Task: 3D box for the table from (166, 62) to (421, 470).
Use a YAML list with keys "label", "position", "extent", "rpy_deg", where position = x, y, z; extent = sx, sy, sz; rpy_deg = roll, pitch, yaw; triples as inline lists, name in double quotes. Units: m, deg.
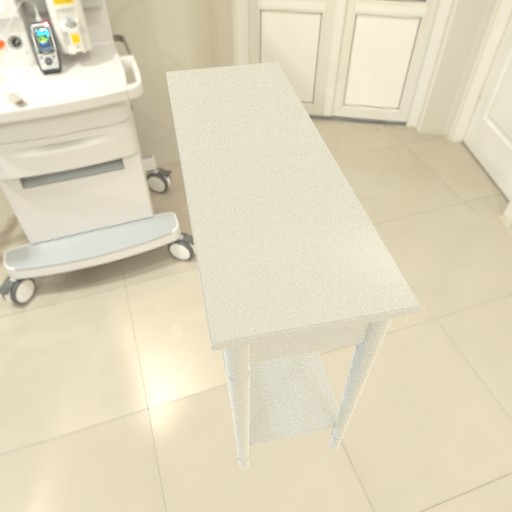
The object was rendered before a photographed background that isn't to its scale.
- label: "table"
  position: [0.000, 0.000, 1.396]
  extent: [0.381, 0.749, 1.067]
  rpy_deg: [-9, 47, -8]
